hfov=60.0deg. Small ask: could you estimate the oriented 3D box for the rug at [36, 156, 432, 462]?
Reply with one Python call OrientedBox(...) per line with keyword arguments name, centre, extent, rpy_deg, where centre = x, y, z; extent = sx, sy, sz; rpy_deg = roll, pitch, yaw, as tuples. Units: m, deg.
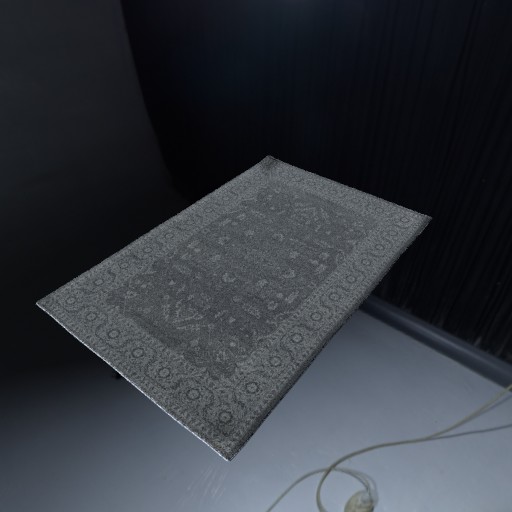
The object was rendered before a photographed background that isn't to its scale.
OrientedBox(name="rug", centre=(0.000, 0.000, 2.343), extent=(1.209, 0.019, 1.828), rpy_deg=(27, 48, 28))
